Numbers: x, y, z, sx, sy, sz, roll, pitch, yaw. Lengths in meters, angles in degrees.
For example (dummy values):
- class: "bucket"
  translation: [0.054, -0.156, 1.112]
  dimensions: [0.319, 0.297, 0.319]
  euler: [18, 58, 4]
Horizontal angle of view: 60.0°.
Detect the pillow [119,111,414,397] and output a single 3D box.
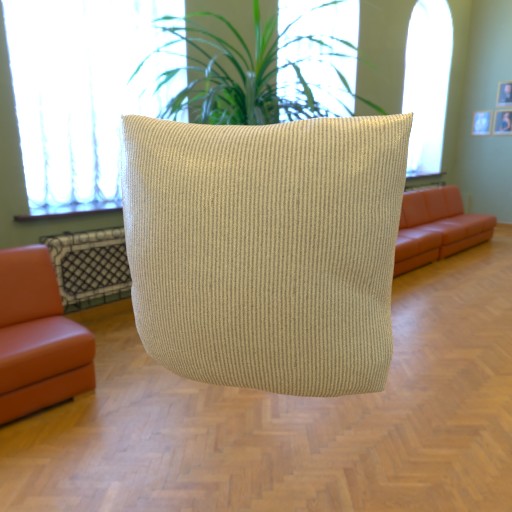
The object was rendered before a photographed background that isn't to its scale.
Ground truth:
- class: "pillow"
  translation: [0.000, 0.000, 0.691]
  dimensions: [0.387, 0.432, 0.310]
  euler: [13, 19, 43]
